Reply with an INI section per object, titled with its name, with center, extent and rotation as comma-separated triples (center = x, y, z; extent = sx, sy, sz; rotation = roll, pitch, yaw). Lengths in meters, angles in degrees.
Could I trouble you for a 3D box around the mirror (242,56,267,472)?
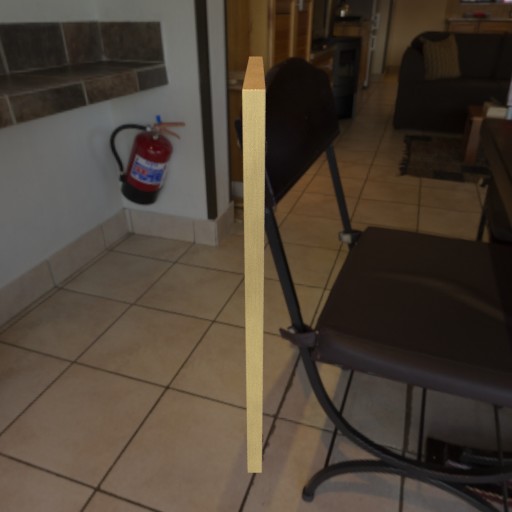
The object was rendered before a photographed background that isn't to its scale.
[mirror]
center = 0.000, 0.000, 1.168
extent = 0.040, 0.915, 0.609
rotation = 0, 29, 0
